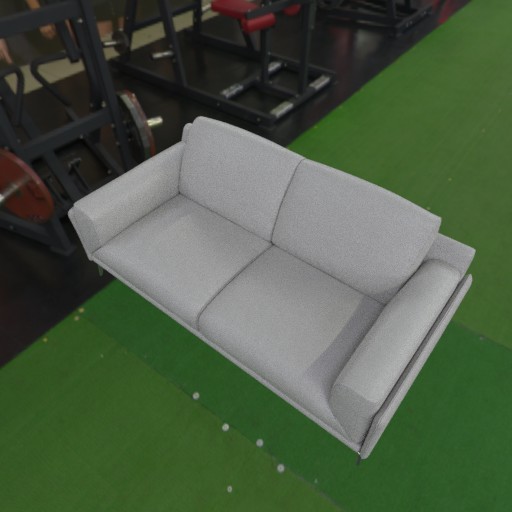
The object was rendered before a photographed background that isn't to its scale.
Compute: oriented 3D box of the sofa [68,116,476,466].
[{"bbox_3d":[0.000,0.000,2.558,2.101,0.930,1.049,30,53,26],"label":"sofa"}]
